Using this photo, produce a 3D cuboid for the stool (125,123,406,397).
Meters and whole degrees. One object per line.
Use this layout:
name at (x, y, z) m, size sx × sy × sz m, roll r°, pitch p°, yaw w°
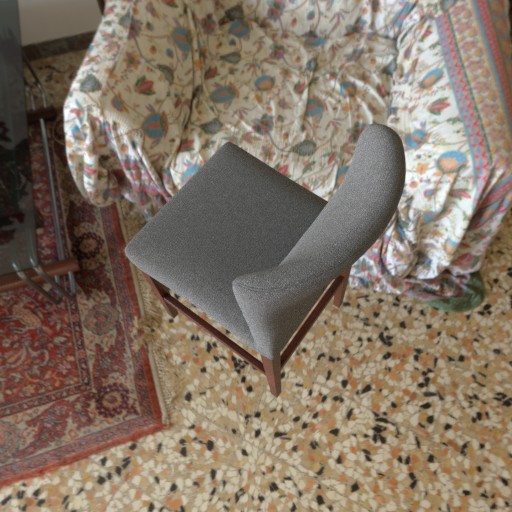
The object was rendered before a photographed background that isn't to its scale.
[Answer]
stool at (0.000, 0.000, 1.279) m, size 0.568 × 0.968 × 0.479 m, roll 34°, pitch 69°, yaw 15°
